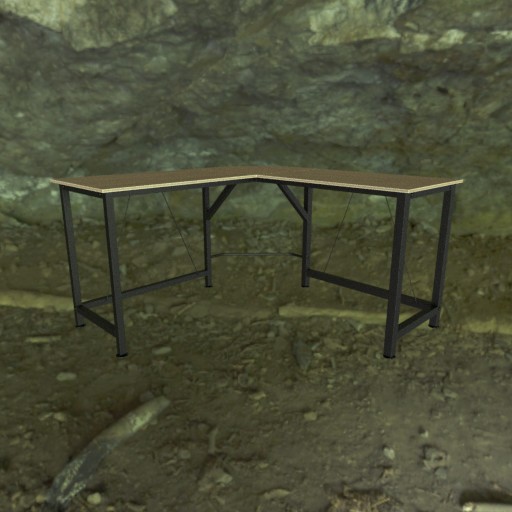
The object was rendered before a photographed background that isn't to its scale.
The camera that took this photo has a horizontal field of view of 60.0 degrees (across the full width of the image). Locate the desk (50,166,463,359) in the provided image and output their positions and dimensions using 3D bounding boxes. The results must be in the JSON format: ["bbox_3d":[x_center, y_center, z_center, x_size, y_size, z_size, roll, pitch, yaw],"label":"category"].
[{"bbox_3d":[0.000,0.000,2.228,1.400,0.762,1.400,-15,22,-43],"label":"desk"}]
